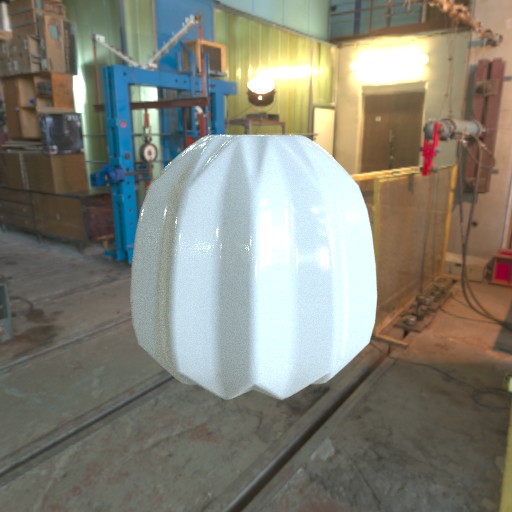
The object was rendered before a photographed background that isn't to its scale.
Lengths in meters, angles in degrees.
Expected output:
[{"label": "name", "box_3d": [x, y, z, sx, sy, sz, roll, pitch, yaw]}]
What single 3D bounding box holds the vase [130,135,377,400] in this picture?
[{"label": "vase", "box_3d": [0.000, 0.000, 0.254, 0.139, 0.134, 0.139, 0, 15, 0]}]
